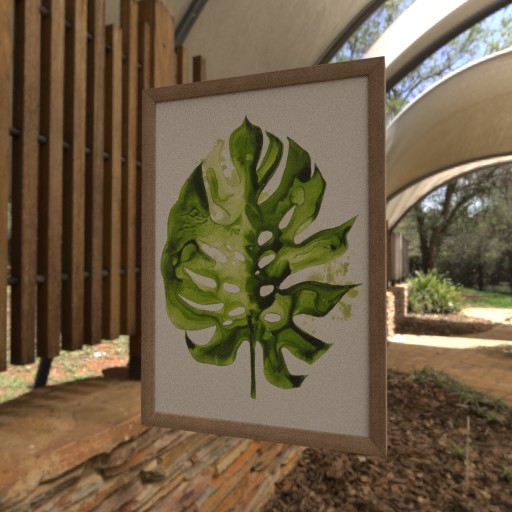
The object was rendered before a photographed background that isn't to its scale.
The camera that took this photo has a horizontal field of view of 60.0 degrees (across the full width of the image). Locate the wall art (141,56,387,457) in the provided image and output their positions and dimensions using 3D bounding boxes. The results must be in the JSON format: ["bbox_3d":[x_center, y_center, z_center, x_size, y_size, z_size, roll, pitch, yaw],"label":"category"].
[{"bbox_3d":[0.000,0.000,0.631,0.356,0.509,0.031,0,-1,18],"label":"wall art"}]
